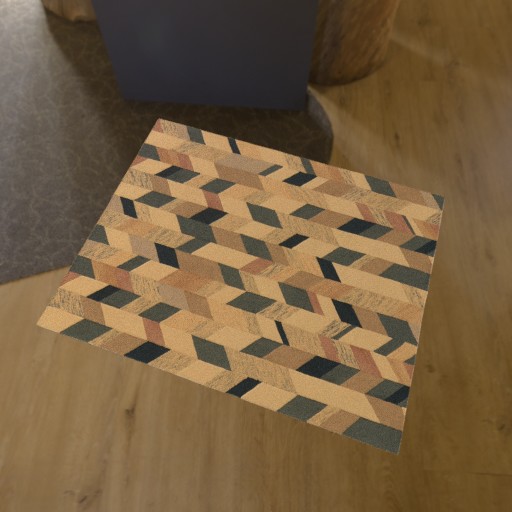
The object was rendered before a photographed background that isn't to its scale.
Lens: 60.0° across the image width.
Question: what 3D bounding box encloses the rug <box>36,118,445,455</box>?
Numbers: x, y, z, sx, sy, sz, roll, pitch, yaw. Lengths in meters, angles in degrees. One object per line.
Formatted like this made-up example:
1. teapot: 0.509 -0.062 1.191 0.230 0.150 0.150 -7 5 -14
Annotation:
1. rug: 0.000 0.000 4.021 3.072 0.011 2.451 17 64 9
